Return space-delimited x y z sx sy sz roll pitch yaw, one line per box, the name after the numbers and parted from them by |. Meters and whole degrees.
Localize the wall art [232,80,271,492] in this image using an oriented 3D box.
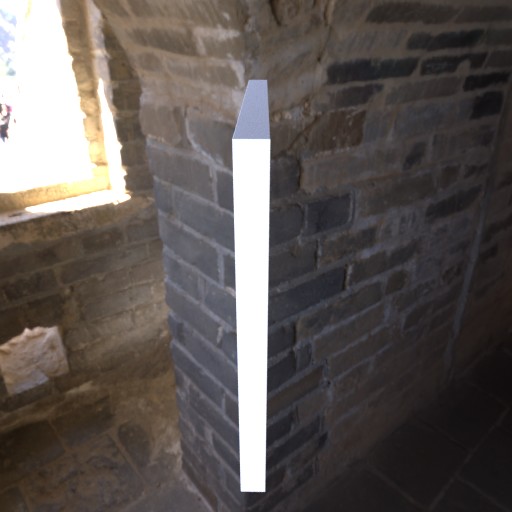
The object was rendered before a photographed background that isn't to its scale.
0.000 0.000 0.752 0.035 0.507 0.508 0 27 1 | wall art
